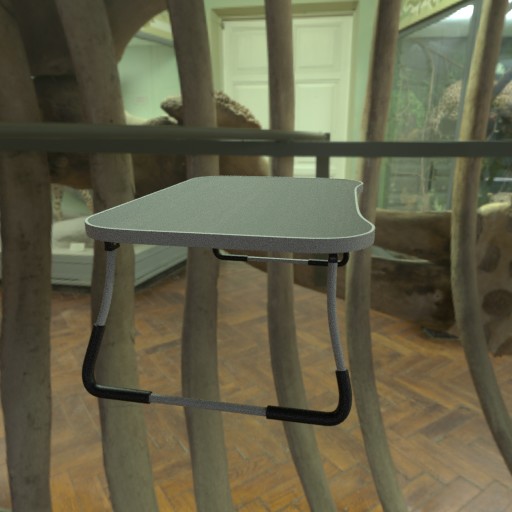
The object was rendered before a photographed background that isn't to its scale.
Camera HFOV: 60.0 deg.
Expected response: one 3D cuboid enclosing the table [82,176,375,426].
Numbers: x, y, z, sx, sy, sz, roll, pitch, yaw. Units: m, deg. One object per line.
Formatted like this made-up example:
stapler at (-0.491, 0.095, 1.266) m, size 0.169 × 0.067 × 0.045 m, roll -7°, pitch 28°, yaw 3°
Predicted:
table at (0.000, 0.000, 0.850) m, size 0.400 × 0.232 × 0.660 m, roll 3°, pitch 17°, yaw 11°
